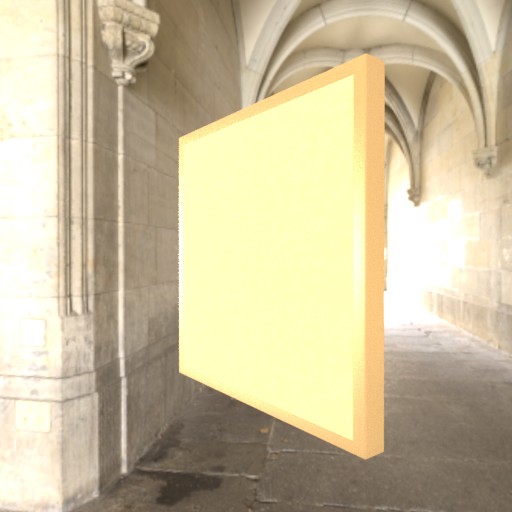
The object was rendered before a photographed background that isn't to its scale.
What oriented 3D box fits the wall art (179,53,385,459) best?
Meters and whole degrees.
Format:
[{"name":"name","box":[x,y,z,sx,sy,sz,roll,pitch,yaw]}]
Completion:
[{"name":"wall art","box":[0.000,0.000,0.461,0.023,0.305,0.305,0,0,-37]}]
